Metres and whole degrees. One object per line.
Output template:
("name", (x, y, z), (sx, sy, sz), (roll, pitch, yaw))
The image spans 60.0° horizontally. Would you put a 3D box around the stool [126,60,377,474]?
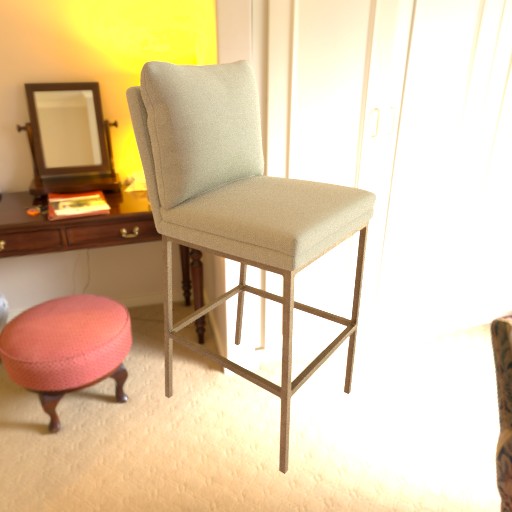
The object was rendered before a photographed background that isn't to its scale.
("stool", (0.000, 0.000, 1.394), (0.572, 1.125, 0.463), (17, 30, 33))
